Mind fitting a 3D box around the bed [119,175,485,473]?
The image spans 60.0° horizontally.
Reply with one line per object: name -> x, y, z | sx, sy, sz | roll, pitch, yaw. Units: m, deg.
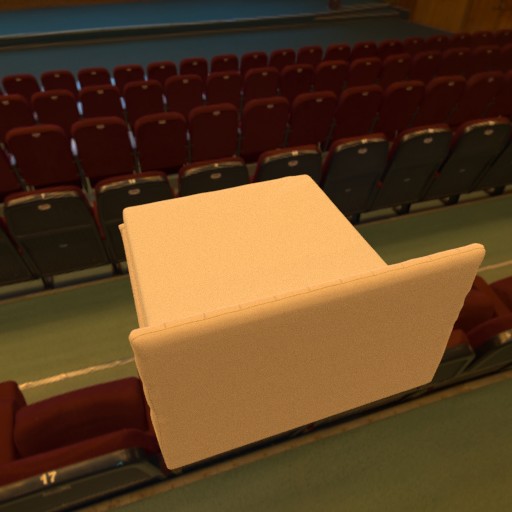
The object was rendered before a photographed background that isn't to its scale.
bed -> 0.000, 0.000, 3.618 | 2.078, 1.427, 2.387 | -13, 43, -14
